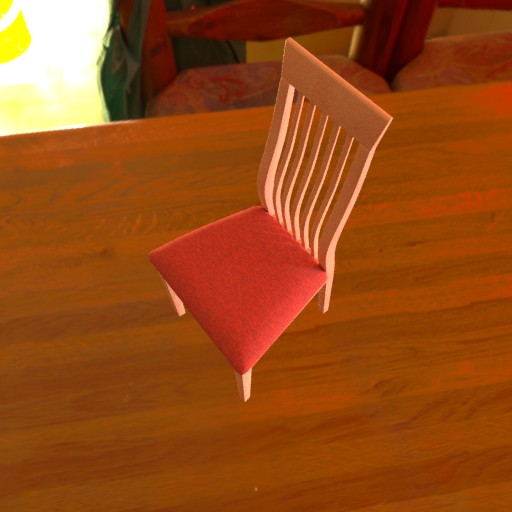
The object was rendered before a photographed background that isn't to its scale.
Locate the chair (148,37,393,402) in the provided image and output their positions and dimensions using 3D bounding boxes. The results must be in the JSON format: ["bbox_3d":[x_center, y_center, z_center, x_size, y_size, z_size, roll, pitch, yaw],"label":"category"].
[{"bbox_3d":[0.000,0.000,1.255,0.474,1.027,0.460,-35,68,-17],"label":"chair"}]
